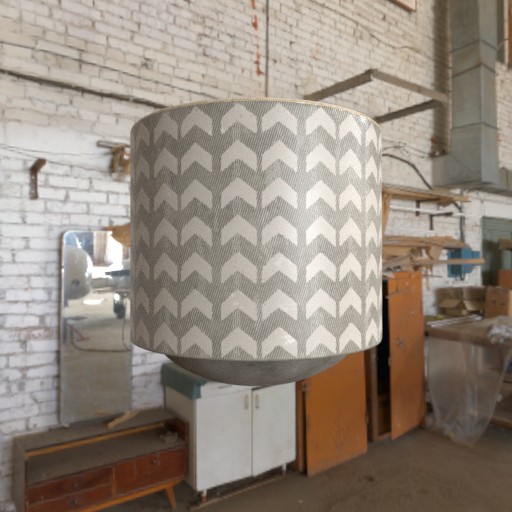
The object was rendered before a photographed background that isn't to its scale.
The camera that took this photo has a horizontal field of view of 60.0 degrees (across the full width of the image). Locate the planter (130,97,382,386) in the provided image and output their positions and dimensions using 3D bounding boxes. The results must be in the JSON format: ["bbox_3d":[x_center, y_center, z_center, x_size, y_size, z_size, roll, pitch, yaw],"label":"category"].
[{"bbox_3d":[0.000,0.000,0.348,0.190,0.181,0.190,0,0,0],"label":"planter"}]
